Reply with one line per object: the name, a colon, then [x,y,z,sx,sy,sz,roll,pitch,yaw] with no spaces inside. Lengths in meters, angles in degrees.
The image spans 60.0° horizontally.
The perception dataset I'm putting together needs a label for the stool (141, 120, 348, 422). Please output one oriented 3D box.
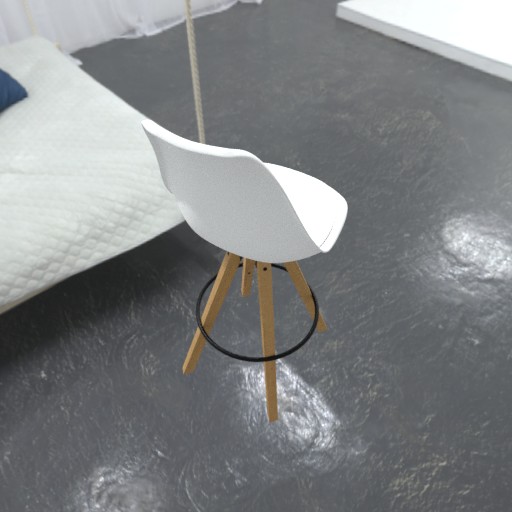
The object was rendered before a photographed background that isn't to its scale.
stool: [0.000,0.000,1.389,0.482,1.115,0.549,23,51,20]
